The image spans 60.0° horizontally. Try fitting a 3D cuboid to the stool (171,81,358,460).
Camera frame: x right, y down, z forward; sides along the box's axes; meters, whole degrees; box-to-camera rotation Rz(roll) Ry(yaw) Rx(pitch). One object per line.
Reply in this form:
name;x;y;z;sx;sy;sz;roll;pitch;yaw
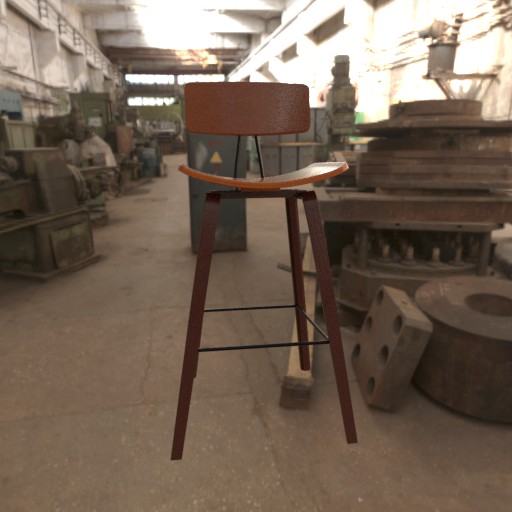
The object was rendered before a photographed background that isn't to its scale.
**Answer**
stool;0.000;0.000;1.265;0.509;0.969;0.440;-2;16;-7
